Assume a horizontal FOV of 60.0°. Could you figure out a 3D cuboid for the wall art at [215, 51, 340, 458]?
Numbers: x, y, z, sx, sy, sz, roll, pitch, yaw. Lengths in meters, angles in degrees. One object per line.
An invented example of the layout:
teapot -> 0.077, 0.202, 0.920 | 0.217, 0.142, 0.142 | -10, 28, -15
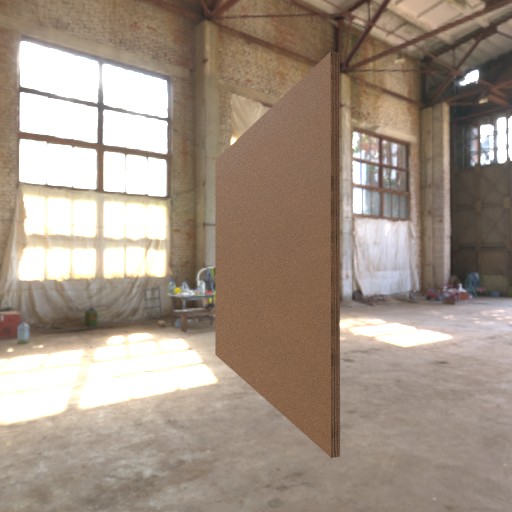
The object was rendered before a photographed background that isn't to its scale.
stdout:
wall art -> 0.000, 0.000, 0.687 | 0.010, 0.408, 0.508 | 0, -1, -18
